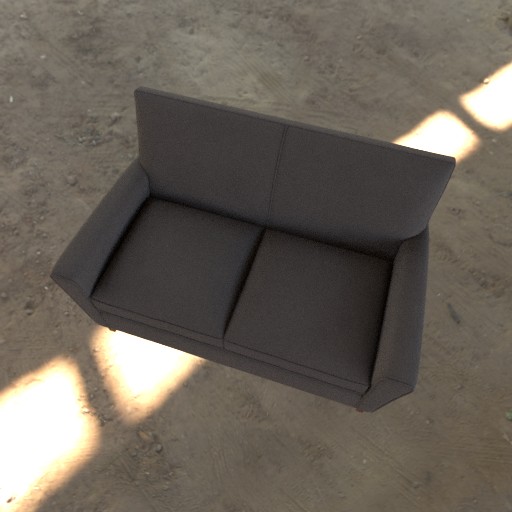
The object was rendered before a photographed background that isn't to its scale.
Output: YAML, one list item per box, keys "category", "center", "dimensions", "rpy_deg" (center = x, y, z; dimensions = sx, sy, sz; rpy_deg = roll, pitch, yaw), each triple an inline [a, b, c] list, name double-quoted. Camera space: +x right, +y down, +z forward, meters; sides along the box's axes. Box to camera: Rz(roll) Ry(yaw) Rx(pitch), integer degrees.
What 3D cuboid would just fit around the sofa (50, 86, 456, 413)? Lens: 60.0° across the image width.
- category: "sofa"
  center: [0.000, 0.000, 1.959]
  dimensions: [1.420, 0.846, 0.871]
  rpy_deg: [16, 61, 9]
